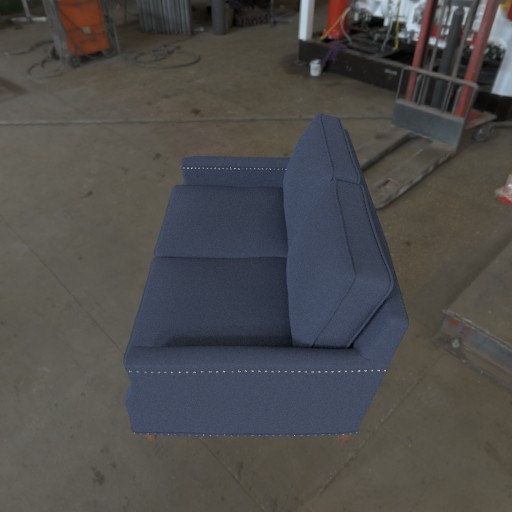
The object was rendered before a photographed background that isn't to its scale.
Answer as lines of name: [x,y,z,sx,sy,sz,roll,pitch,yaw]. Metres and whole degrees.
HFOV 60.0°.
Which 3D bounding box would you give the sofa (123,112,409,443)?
sofa: [0.000,0.000,2.293,1.084,1.003,1.597,0,41,1]
